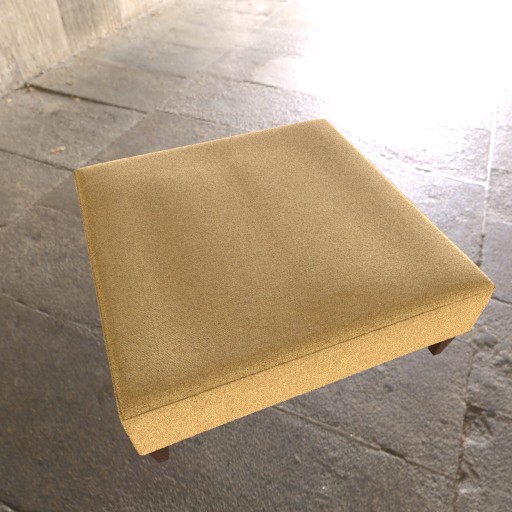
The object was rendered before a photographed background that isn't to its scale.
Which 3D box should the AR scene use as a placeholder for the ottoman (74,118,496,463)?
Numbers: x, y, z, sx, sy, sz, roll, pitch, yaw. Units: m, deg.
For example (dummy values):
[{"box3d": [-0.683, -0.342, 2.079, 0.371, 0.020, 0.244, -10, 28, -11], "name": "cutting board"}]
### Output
[{"box3d": [0.000, 0.000, 1.439, 0.981, 0.378, 0.970, -16, 48, -15], "name": "ottoman"}]
